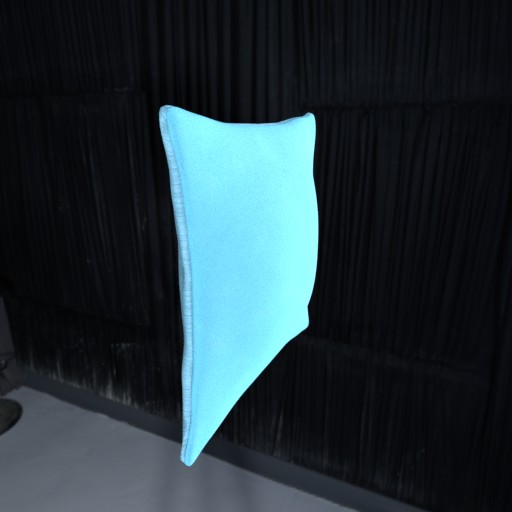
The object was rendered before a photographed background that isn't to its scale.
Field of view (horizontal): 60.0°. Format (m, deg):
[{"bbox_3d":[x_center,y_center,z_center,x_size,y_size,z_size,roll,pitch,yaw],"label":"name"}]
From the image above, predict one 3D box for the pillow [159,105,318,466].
[{"bbox_3d":[0.000,0.000,0.662,0.151,0.415,0.433,8,19,24],"label":"pillow"}]
